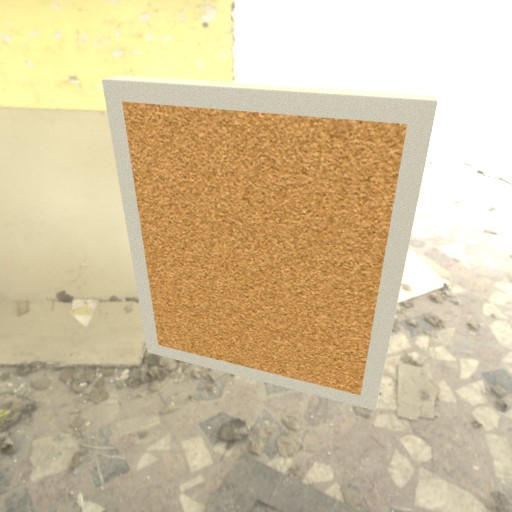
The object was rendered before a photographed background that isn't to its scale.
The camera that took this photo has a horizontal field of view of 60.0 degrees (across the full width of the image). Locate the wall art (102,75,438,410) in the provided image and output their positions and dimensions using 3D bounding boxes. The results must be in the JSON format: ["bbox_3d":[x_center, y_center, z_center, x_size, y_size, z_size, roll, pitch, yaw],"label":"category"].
[{"bbox_3d":[0.000,0.000,0.524,0.331,0.381,0.028,10,32,16],"label":"wall art"}]
